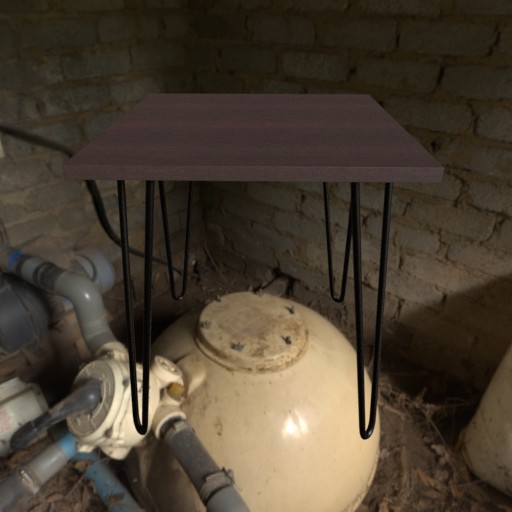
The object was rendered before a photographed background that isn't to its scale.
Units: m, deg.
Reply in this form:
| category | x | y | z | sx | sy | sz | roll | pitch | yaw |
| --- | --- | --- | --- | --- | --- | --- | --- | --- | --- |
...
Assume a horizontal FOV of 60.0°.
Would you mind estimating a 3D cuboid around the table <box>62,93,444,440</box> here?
| category | x | y | z | sx | sy | sz | roll | pitch | yaw |
| --- | --- | --- | --- | --- | --- | --- | --- | --- | --- |
| table | 0.000 | 0.000 | 0.929 | 0.495 | 0.559 | 0.495 | 1 | 30 | 1 |
